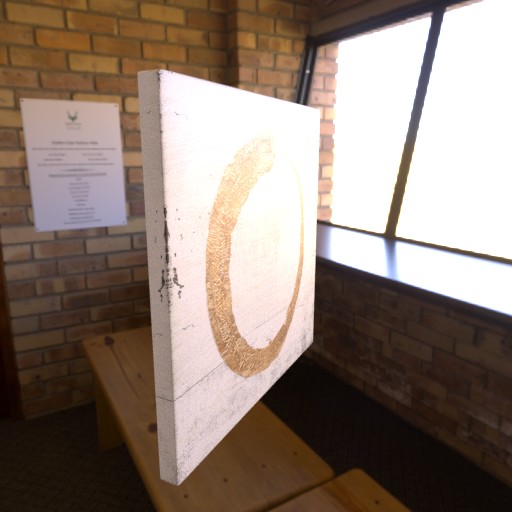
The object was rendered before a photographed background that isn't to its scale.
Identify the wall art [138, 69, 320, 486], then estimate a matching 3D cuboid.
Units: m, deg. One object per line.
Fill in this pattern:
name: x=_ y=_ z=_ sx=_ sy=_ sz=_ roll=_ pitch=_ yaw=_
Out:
wall art: x=0.000 y=0.000 z=0.893 sx=0.040 sy=0.611 sz=0.610 roll=7 pitch=15 yaw=26
